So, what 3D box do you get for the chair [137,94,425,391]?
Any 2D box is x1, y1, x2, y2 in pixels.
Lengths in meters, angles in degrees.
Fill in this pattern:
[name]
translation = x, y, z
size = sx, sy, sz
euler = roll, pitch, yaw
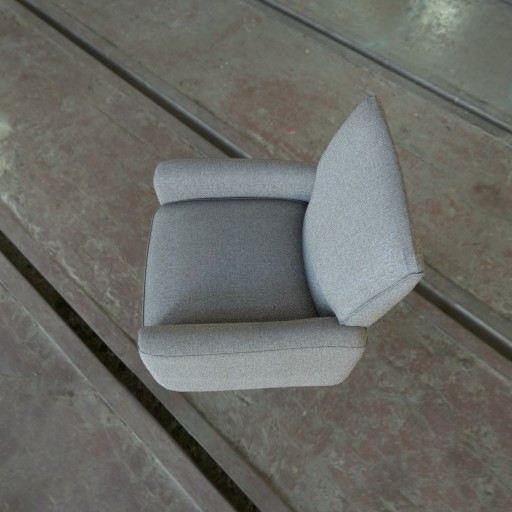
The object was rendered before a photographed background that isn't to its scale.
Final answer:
[chair]
translation = 0.000, 0.000, 1.685
size = 0.864, 1.014, 0.848
euler = -2, 60, -1
